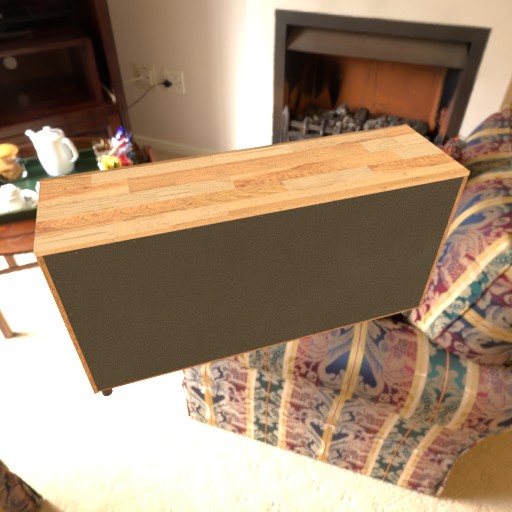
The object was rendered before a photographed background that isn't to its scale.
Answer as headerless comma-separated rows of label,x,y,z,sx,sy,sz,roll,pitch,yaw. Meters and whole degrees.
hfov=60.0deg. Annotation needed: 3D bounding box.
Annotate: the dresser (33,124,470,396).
dresser,0.000,0.000,1.944,1.547,0.834,0.487,-12,42,-13
